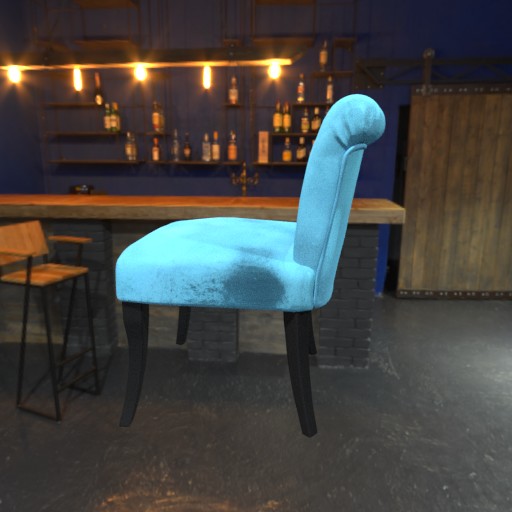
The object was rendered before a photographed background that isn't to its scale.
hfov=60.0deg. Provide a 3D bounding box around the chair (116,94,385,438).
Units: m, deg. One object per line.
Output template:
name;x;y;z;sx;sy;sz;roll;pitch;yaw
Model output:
chair;0.000;0.000;1.178;0.605;0.750;0.582;2;13;7
